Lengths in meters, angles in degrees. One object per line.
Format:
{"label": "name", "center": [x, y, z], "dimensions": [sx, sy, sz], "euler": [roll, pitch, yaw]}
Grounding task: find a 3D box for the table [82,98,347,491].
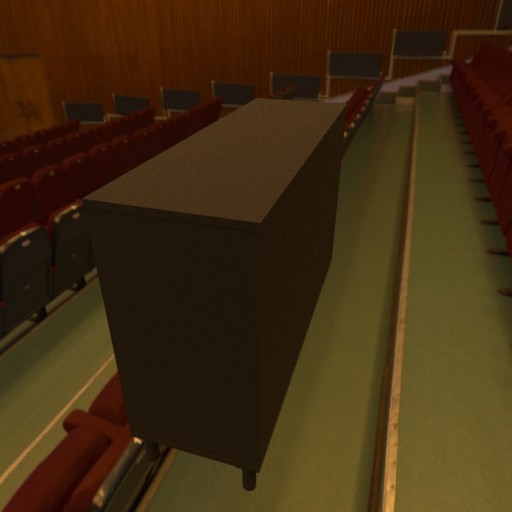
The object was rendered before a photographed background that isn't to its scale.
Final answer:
{"label": "table", "center": [0.000, 0.000, 1.578], "dimensions": [0.400, 0.855, 1.200], "euler": [9, 31, 15]}
